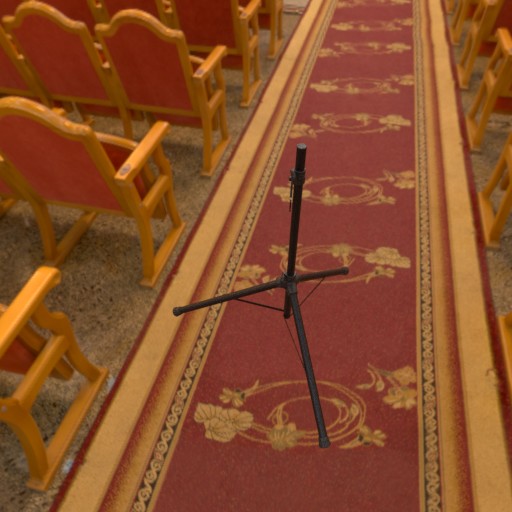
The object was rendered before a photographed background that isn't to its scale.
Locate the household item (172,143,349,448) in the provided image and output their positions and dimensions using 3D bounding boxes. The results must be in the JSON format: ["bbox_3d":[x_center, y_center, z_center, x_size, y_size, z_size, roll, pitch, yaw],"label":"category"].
[{"bbox_3d":[0.000,0.000,1.893,0.907,1.136,1.045,10,48,10],"label":"household item"}]
